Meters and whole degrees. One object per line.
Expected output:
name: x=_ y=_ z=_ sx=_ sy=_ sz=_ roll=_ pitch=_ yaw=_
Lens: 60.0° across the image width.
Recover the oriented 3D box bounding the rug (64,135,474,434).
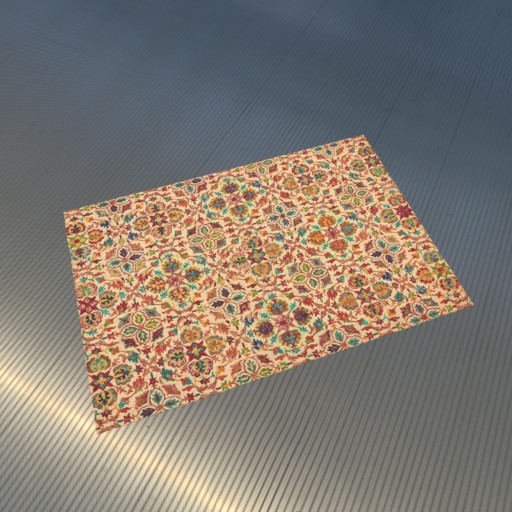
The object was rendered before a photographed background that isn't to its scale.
rug: x=0.000 y=0.000 z=2.314 sx=1.838 sy=0.013 sz=1.226 roll=-16 pitch=61 yaw=-10
